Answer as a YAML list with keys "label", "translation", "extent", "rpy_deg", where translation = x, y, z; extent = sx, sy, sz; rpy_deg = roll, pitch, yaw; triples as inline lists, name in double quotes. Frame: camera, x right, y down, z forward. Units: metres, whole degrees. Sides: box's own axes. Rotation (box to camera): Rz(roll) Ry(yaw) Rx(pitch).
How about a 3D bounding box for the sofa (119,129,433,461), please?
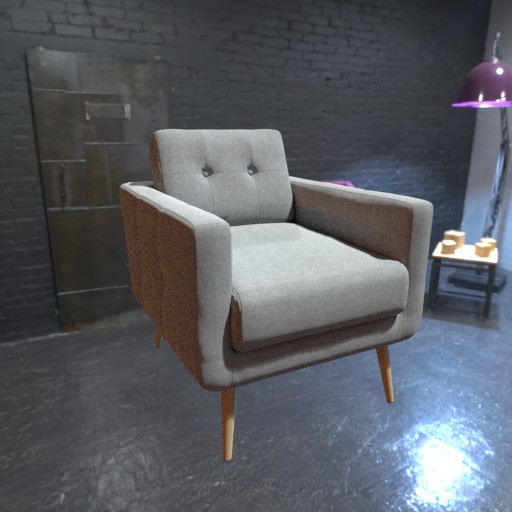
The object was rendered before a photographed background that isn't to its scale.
- label: "sofa"
  translation: [0.000, 0.000, 1.562]
  extent: [0.770, 0.860, 0.920]
  rpy_deg: [-8, 18, -26]
